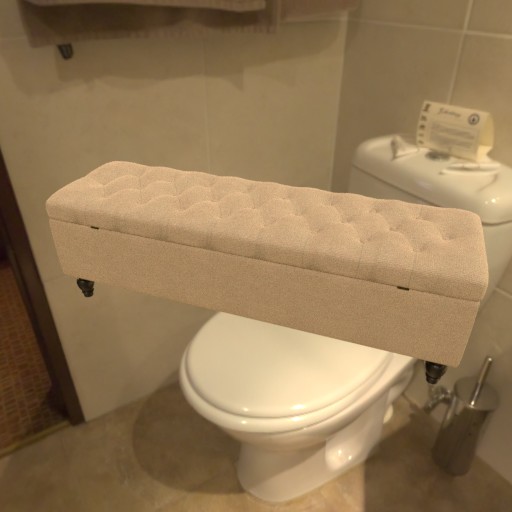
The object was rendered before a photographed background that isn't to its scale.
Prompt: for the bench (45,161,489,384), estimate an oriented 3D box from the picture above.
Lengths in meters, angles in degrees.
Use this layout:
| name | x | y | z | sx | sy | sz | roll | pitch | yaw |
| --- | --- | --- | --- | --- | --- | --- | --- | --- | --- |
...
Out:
| name | x | y | z | sx | sy | sz | roll | pitch | yaw |
| --- | --- | --- | --- | --- | --- | --- | --- | --- | --- |
| bench | 0.000 | 0.000 | 1.665 | 1.480 | 0.467 | 0.455 | 11 | 34 | 17 |
